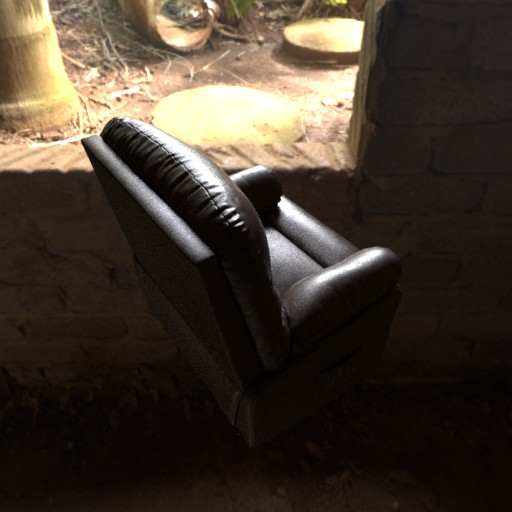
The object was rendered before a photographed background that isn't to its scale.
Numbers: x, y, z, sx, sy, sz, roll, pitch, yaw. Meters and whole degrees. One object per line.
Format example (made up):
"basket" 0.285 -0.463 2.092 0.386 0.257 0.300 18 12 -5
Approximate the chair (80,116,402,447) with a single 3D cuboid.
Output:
"chair" 0.000 0.000 1.697 0.879 1.041 0.940 -25 46 -26
